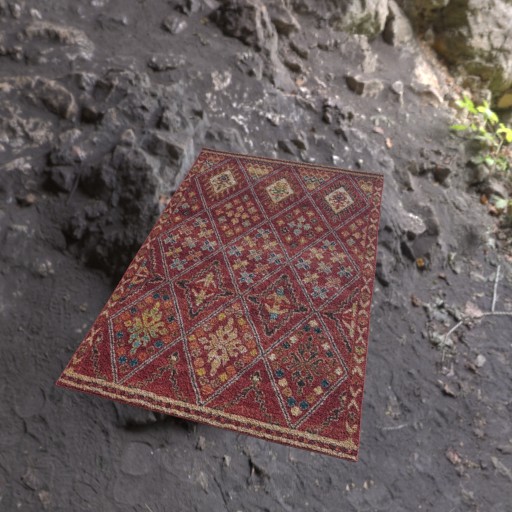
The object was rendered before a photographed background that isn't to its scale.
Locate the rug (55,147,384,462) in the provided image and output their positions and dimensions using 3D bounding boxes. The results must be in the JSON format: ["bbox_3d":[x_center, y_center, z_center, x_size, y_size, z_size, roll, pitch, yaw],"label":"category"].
[{"bbox_3d":[0.000,0.000,2.882,1.521,0.026,2.286,10,46,10],"label":"rug"}]
